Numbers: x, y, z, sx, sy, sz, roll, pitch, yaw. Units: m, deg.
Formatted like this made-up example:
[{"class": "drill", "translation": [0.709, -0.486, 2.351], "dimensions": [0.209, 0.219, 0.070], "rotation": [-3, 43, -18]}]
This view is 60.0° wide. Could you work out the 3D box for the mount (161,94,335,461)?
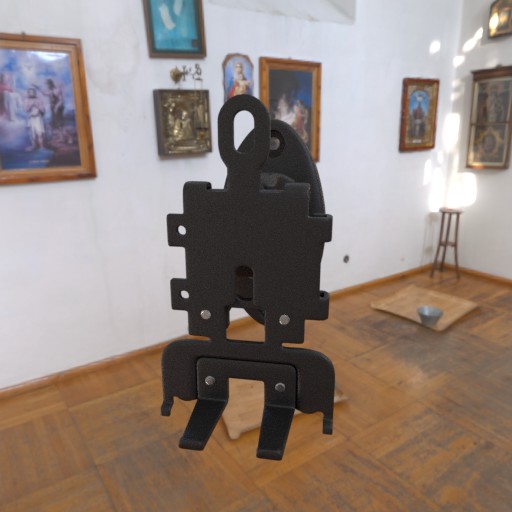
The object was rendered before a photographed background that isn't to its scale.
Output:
[{"class": "mount", "translation": [0.000, 0.000, 0.177], "dimensions": [0.066, 0.118, 0.100], "rotation": [3, 15, 10]}]
